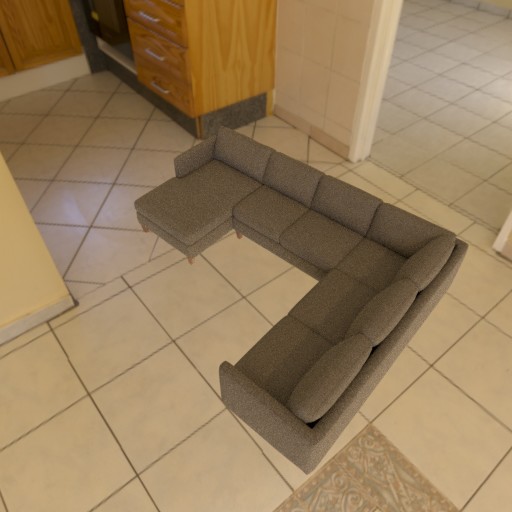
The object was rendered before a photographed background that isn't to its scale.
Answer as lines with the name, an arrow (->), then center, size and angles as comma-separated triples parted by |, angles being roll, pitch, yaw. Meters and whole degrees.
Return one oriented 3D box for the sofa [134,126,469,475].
sofa -> 0.000, 0.000, 4.462 | 3.238, 0.853, 2.551 | 32, 54, 27
